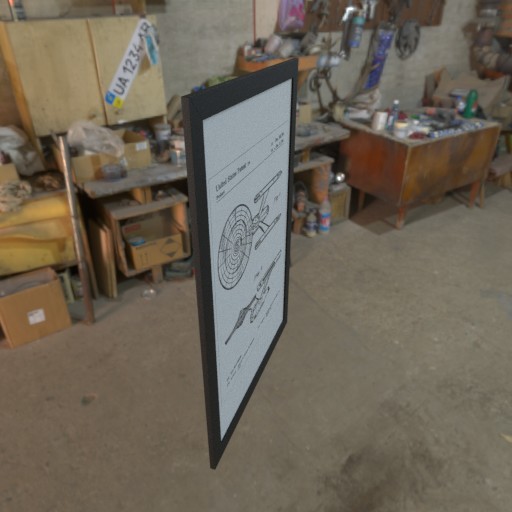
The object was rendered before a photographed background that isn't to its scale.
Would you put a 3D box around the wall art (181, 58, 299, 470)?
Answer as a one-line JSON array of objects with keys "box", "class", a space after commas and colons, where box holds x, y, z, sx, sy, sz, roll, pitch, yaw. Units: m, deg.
[{"box": [0.000, 0.000, 0.687, 0.008, 0.530, 0.379, 10, 31, 17], "class": "wall art"}]
